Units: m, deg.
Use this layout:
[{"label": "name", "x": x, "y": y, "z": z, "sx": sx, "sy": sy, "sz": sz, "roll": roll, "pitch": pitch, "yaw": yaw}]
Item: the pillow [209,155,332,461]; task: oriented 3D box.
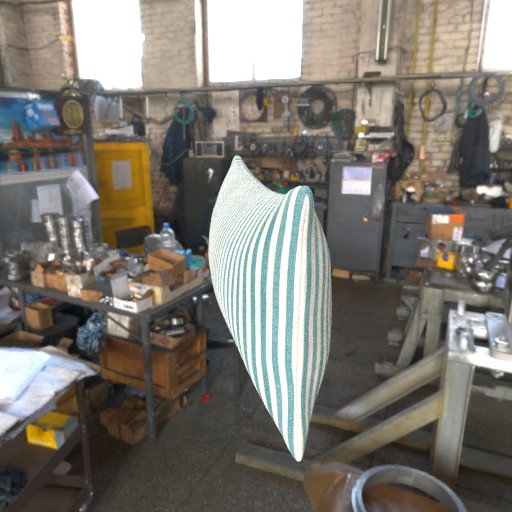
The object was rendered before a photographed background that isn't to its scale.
[{"label": "pillow", "x": 0.000, "y": 0.000, "z": 0.724, "sx": 0.151, "sy": 0.295, "sz": 0.617, "roll": -2, "pitch": 16, "yaw": -8}]
